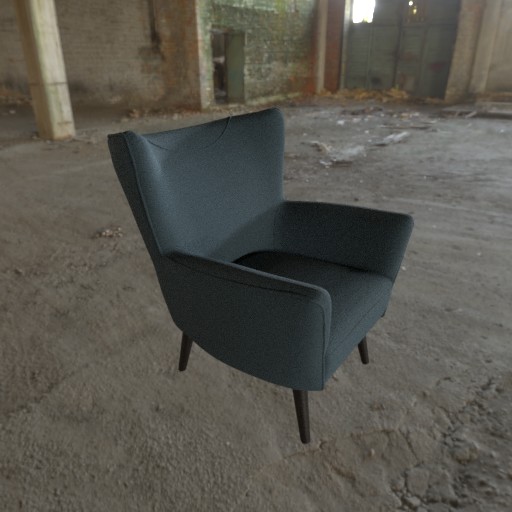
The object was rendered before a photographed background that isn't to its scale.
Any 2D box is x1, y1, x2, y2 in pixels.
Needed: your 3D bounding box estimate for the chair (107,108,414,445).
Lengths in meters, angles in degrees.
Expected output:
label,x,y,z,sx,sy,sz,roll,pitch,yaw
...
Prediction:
label,x,y,z,sx,sy,sz,roll,pitch,yaw
chair,0.000,0.000,1.592,0.888,0.933,0.781,16,29,32
